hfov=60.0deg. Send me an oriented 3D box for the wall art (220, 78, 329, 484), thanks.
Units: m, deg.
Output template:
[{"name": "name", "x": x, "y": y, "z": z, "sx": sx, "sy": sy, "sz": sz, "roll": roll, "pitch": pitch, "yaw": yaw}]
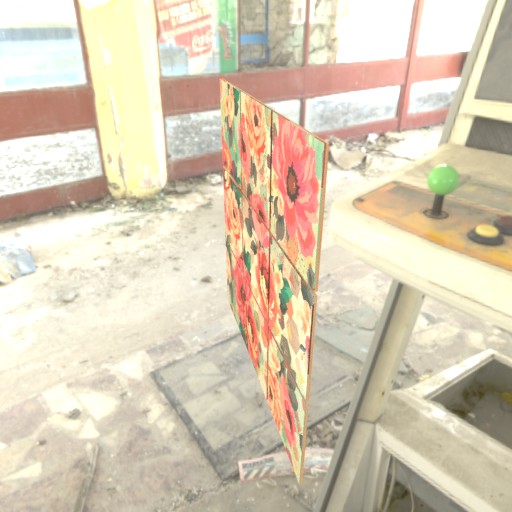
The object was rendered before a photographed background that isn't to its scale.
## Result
[{"name": "wall art", "x": 0.000, "y": 0.000, "z": 1.810, "sx": 0.013, "sy": 1.220, "sz": 1.216, "roll": -7, "pitch": 29, "yaw": -13}]
